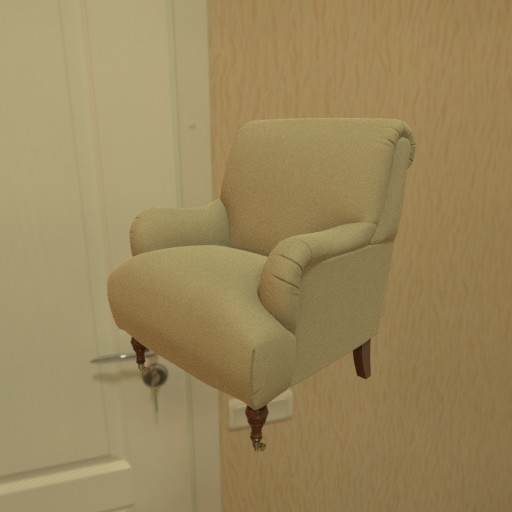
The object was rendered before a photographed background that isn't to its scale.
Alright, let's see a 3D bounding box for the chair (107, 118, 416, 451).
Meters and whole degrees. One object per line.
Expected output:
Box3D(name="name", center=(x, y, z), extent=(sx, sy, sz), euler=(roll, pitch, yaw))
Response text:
Box3D(name="chair", center=(0.000, 0.000, 1.572), extent=(0.766, 0.942, 0.842), euler=(15, 22, 42))
